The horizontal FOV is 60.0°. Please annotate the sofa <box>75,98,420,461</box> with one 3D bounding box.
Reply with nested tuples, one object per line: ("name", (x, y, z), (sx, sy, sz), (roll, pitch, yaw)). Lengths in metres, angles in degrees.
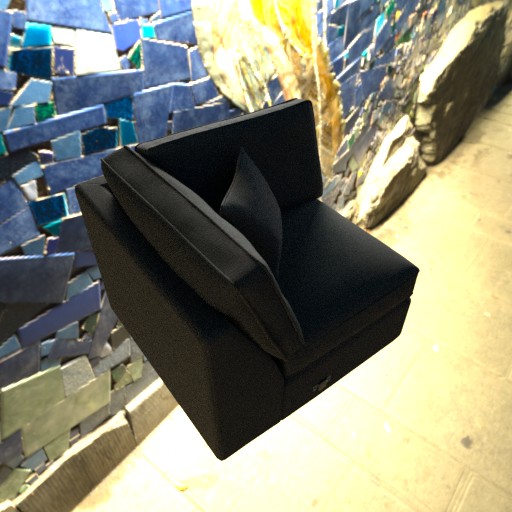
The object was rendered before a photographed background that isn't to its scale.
("sofa", (0.000, 0.000, 2.020), (1.146, 1.002, 1.084), (-26, 47, -27))
